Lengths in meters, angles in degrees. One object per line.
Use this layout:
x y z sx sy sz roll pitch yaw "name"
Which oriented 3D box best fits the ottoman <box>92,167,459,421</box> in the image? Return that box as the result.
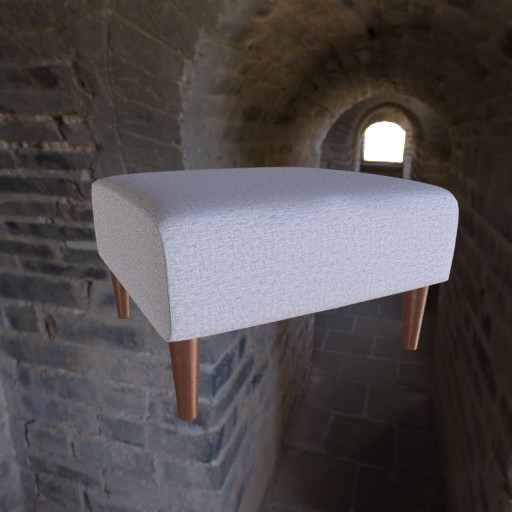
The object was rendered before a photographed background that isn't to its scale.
0.000 0.000 1.082 0.655 0.399 0.648 -8 18 -27 "ottoman"
